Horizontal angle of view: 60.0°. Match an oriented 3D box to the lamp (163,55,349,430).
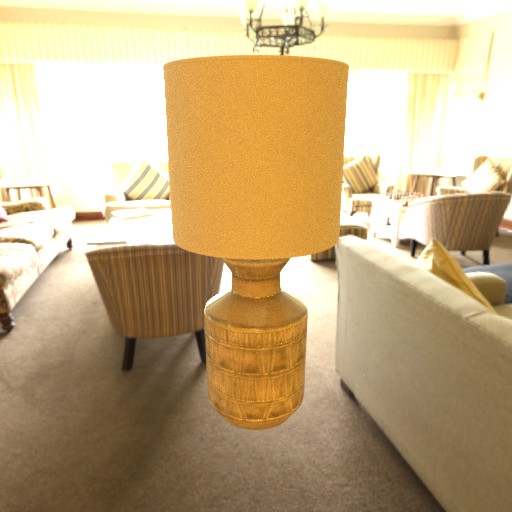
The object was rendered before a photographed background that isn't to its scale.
[{"bbox_3d":[0.000,0.000,0.578,0.211,0.455,0.211,9,19,28],"label":"lamp"}]
